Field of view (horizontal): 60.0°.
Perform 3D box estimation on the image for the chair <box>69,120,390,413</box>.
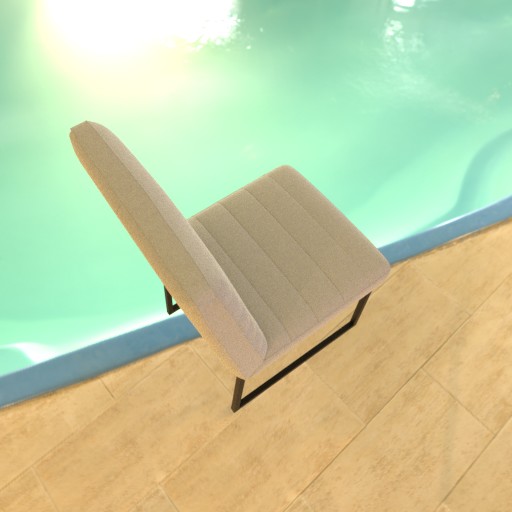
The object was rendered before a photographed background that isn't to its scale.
[{"bbox_3d":[0.000,0.000,1.288,0.634,0.930,0.520,-31,63,-18],"label":"chair"}]
